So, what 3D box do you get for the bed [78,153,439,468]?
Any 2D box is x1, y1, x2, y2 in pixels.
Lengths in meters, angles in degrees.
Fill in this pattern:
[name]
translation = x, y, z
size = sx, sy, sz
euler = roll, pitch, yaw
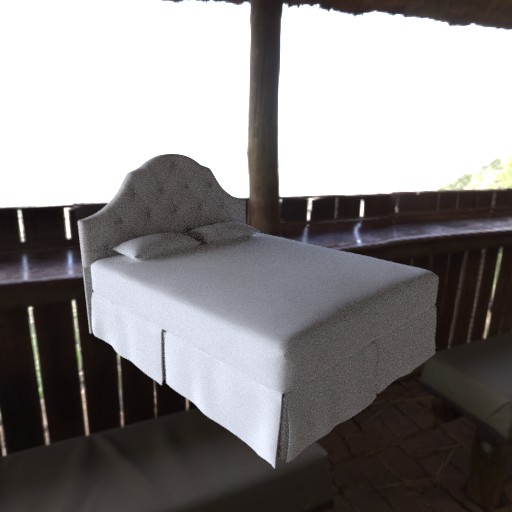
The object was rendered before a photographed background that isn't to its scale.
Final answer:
[bed]
translation = 0.000, 0.000, 3.755
size = 2.039, 1.617, 2.477
euler = -15, 21, -42
